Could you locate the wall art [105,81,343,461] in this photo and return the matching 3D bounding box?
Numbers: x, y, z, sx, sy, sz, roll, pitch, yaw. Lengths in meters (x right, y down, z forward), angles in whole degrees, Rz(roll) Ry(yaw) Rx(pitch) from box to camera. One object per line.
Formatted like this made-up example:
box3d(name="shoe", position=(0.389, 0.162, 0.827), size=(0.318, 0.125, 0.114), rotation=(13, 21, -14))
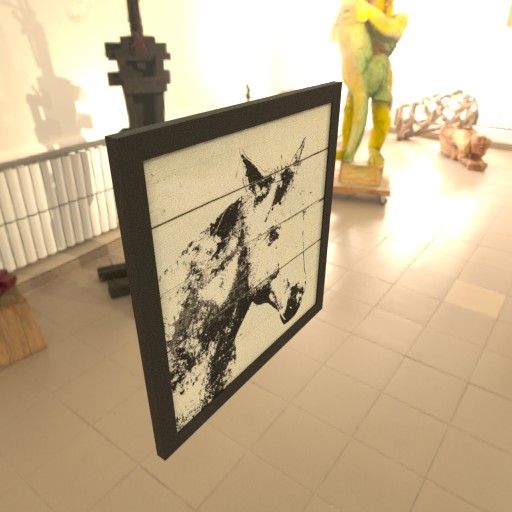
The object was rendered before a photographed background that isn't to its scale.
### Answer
box3d(name="wall art", position=(0.000, 0.000, 1.520), size=(0.038, 1.016, 1.016), rotation=(20, 35, 31))
